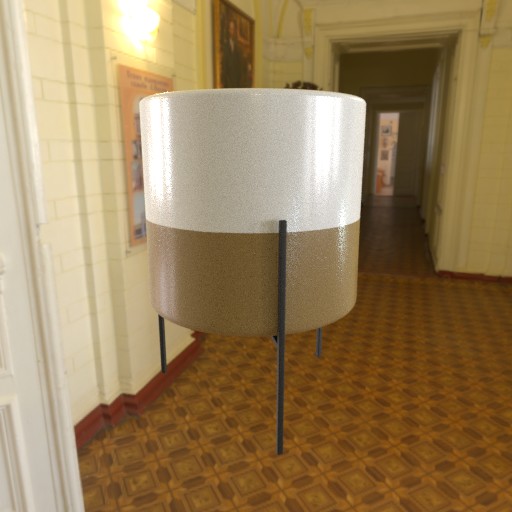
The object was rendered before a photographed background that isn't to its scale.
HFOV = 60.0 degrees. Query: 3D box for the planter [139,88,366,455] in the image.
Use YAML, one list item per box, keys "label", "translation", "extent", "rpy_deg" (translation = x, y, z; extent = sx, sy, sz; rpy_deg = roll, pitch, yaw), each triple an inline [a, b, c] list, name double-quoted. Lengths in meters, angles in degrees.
- label: "planter"
  translation: [0.000, 0.000, 0.653]
  extent: [0.310, 0.432, 0.310]
  rpy_deg: [-7, 15, -26]
